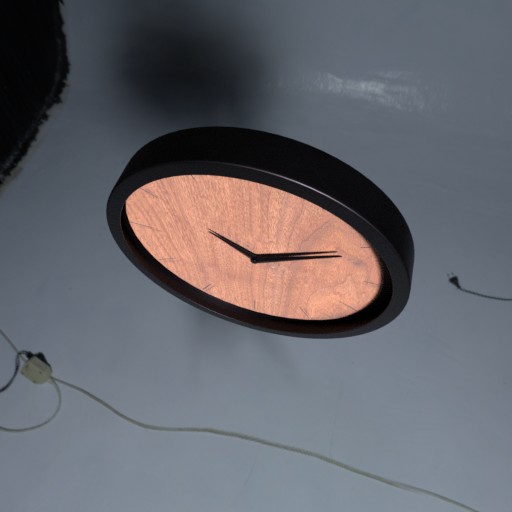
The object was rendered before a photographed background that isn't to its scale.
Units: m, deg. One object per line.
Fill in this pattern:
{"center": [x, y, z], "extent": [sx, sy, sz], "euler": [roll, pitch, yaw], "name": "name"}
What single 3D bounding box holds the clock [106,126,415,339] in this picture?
{"center": [0.000, 0.000, 0.468], "extent": [0.314, 0.314, 0.040], "euler": [14, 60, 8], "name": "clock"}
